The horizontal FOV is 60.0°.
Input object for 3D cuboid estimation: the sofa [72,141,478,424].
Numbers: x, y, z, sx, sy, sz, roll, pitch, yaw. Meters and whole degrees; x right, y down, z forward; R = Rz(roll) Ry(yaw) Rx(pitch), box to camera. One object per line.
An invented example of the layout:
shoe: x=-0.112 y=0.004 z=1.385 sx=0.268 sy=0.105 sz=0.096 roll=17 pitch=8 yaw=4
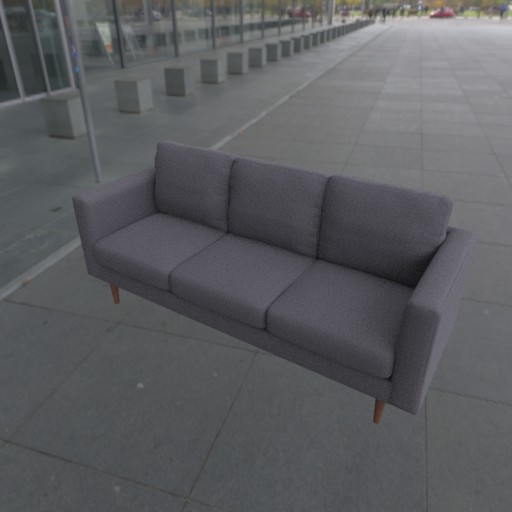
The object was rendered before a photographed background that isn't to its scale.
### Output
sofa: x=0.000 y=0.000 z=2.417 sx=2.029 sy=0.912 sz=0.802 roll=18 pitch=34 yaw=28
